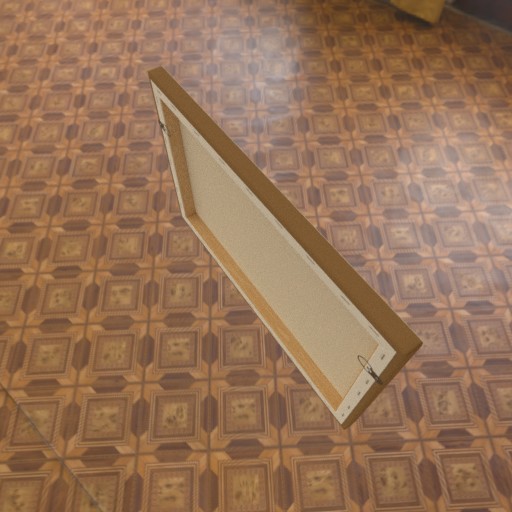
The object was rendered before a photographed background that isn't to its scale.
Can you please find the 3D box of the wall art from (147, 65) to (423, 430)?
[{"bbox_3d":[0.000,0.000,0.493,0.019,0.254,0.380,-31,63,-18],"label":"wall art"}]
